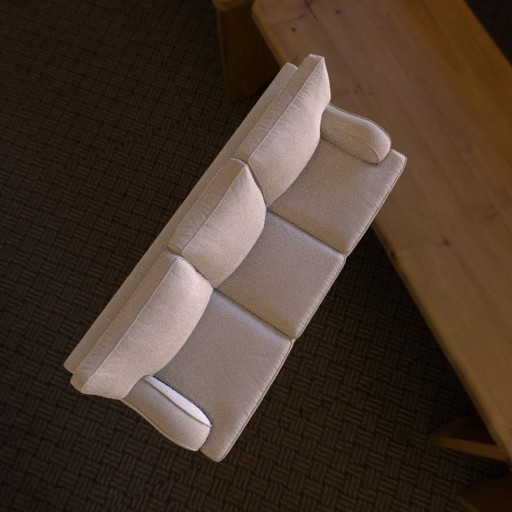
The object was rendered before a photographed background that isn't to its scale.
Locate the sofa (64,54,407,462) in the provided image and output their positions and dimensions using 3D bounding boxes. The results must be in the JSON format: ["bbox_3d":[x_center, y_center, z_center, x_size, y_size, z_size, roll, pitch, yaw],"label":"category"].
[{"bbox_3d":[0.000,0.000,2.820,1.016,0.991,2.323,32,78,8],"label":"sofa"}]
